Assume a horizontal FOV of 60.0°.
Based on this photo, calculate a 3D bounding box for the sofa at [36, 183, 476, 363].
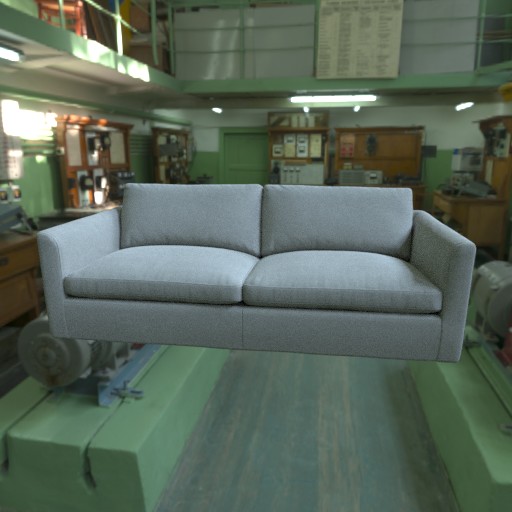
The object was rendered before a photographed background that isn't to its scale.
[{"bbox_3d":[0.000,0.000,2.781,2.588,0.838,1.090,2,14,8],"label":"sofa"}]
